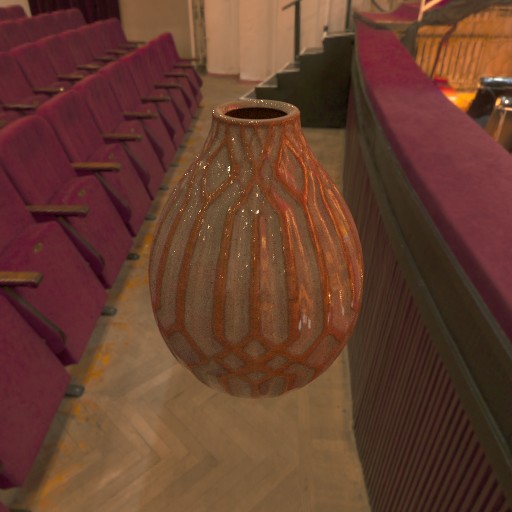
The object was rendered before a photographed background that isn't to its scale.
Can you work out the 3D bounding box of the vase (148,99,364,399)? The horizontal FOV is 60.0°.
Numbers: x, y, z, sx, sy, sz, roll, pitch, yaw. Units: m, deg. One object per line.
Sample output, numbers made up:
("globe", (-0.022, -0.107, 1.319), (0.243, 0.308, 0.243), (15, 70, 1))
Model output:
("vase", (0.000, 0.000, 0.269), (0.131, 0.175, 0.131), (0, 32, 0))
